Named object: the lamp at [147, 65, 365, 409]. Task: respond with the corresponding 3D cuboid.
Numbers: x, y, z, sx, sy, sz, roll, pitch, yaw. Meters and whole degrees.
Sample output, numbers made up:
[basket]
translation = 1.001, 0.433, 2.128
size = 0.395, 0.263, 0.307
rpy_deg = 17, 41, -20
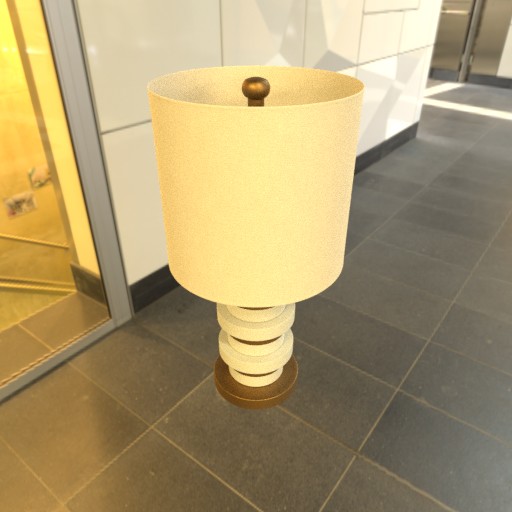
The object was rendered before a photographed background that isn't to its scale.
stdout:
[lamp]
translation = 0.000, 0.000, 0.540
size = 0.210, 0.410, 0.210
rpy_deg = 10, 33, 15
